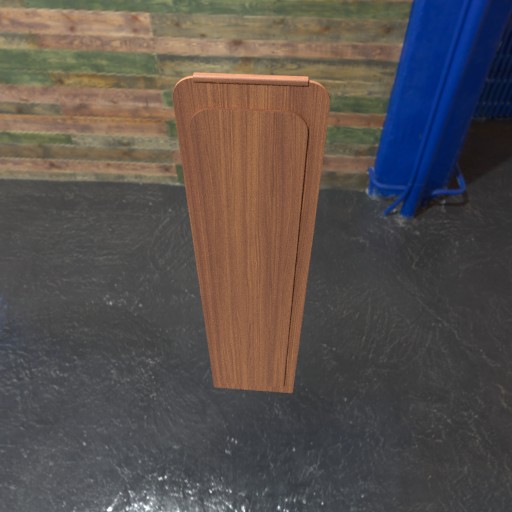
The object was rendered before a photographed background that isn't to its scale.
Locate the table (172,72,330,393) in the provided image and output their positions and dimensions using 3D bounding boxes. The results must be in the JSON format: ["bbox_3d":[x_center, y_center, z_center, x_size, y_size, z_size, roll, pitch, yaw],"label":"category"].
[{"bbox_3d":[0.000,0.000,2.005,0.450,1.830,0.420,3,47,3],"label":"table"}]
